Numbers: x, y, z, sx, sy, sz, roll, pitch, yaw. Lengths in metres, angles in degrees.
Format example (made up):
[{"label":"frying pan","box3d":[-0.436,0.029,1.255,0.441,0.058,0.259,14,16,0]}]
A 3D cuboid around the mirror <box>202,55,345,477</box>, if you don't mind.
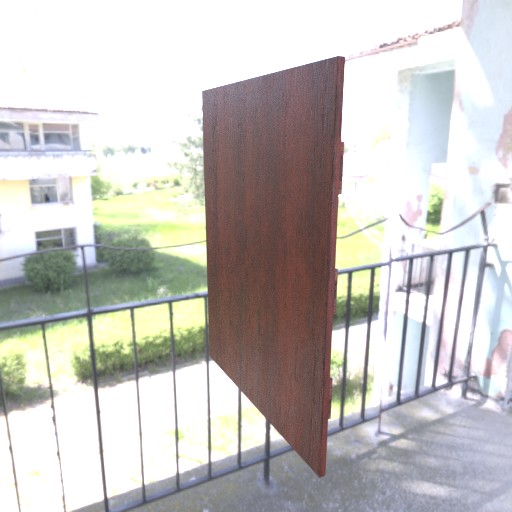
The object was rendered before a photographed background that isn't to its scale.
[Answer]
[{"label":"mirror","box3d":[0.000,0.000,1.072,0.021,0.805,0.600,-8,17,-27]}]
